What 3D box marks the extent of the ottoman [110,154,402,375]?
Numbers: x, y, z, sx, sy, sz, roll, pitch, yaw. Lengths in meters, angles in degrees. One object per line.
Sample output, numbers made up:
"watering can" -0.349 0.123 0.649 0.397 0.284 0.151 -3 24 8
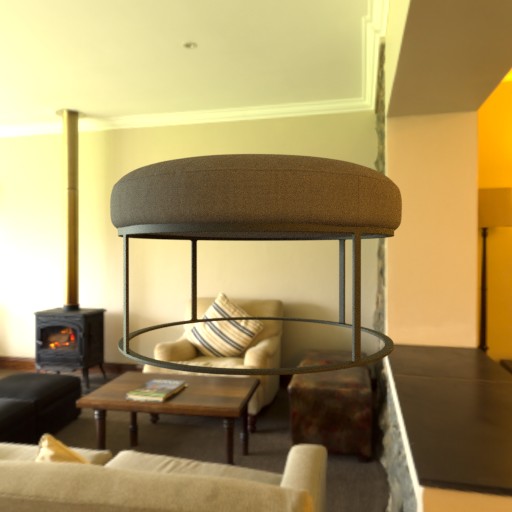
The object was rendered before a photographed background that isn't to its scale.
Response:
"ottoman" 0.000 0.000 1.228 0.772 0.460 0.772 0 1 0
